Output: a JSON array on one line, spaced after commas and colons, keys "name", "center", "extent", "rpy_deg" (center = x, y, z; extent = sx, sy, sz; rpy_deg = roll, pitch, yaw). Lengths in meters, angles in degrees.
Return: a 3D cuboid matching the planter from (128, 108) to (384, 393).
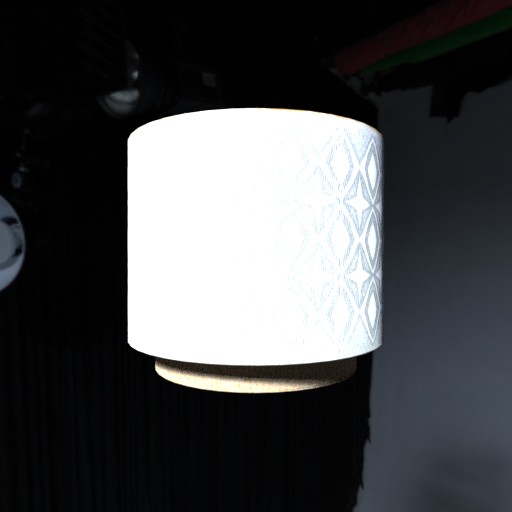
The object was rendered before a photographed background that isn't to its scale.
[{"name": "planter", "center": [0.000, 0.000, 0.459], "extent": [0.255, 0.223, 0.255], "rpy_deg": [0, 0, 0]}]
